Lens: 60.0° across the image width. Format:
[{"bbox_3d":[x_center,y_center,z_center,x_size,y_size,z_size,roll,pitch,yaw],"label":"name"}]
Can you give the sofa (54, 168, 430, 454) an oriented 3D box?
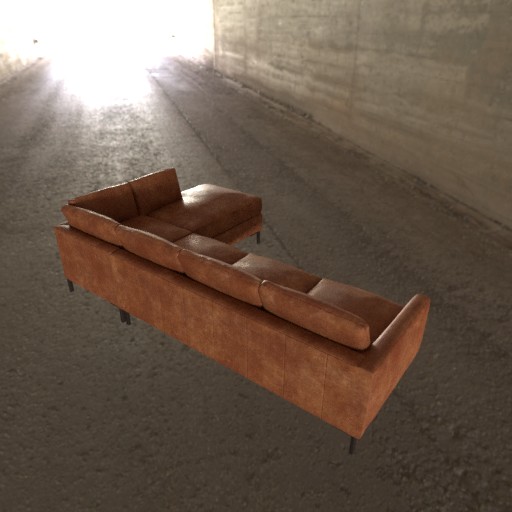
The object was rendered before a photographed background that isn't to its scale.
[{"bbox_3d":[0.000,0.000,3.781,2.984,0.877,1.938,20,34,32],"label":"sofa"}]
